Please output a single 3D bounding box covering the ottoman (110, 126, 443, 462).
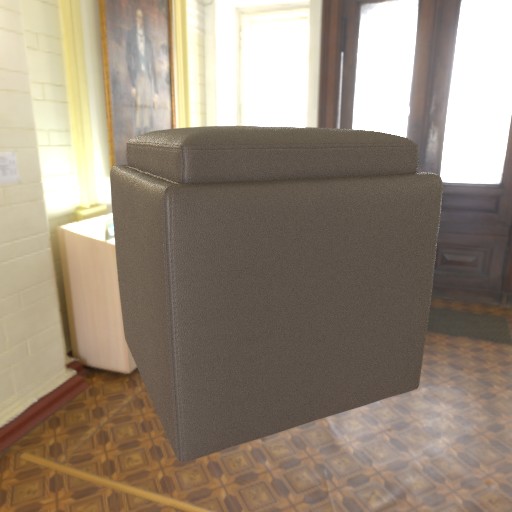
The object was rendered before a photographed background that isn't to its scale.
[{"bbox_3d":[0.000,0.000,0.819,0.450,0.460,0.451,-7,17,-24],"label":"ottoman"}]
